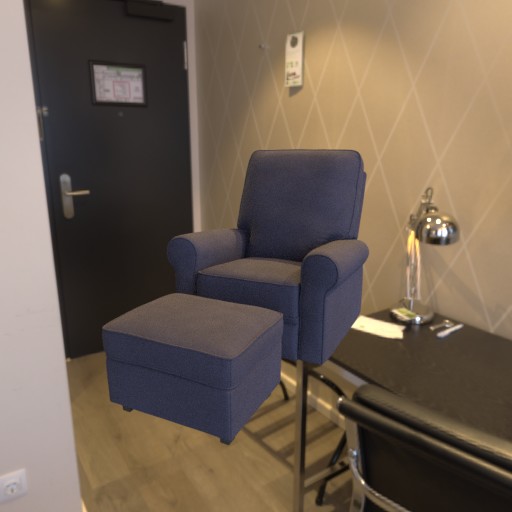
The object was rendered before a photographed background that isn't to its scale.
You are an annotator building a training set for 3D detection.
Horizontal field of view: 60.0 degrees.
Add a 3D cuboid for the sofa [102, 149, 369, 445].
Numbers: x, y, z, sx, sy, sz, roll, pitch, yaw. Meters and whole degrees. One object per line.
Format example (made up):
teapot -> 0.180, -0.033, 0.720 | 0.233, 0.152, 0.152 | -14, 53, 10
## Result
sofa -> 0.000, 0.000, 2.086 | 0.880, 0.959, 1.478 | 7, 16, 25
